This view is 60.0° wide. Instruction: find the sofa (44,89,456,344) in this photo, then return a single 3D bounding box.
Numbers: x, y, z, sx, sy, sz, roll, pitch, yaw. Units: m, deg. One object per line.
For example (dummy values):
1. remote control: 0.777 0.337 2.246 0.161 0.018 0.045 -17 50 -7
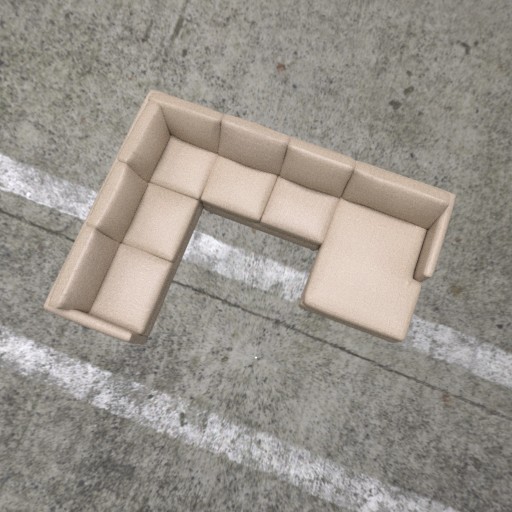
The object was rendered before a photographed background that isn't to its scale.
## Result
1. sofa: 0.000 0.000 4.642 3.460 0.961 2.594 20 78 5
